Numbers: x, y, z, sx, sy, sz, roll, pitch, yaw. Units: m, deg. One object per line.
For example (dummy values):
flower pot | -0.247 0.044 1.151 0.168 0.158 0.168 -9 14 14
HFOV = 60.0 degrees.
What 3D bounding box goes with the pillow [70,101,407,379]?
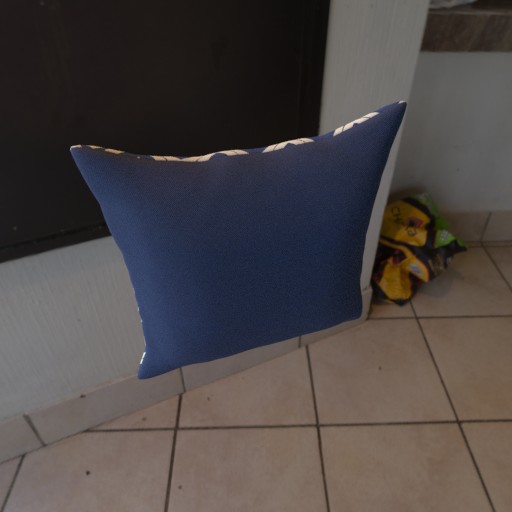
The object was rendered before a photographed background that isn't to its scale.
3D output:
pillow | 0.000 0.000 0.785 0.504 0.494 0.188 -13 41 -15
